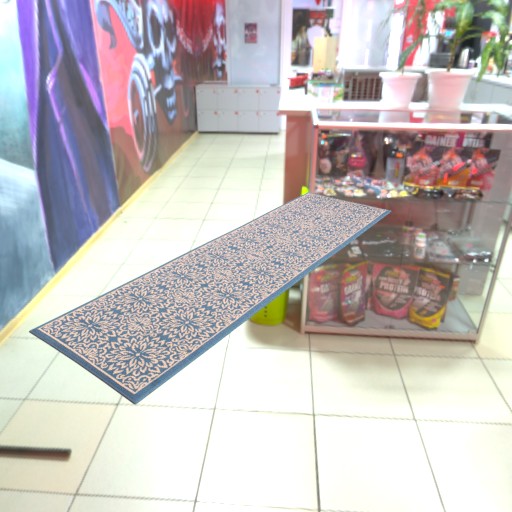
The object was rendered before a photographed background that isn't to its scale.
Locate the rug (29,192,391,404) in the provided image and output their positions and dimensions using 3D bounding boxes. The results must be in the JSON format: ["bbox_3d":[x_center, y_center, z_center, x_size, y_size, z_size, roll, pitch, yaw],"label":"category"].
[{"bbox_3d":[0.000,0.000,2.406,0.662,0.011,2.196,19,32,32],"label":"rug"}]
